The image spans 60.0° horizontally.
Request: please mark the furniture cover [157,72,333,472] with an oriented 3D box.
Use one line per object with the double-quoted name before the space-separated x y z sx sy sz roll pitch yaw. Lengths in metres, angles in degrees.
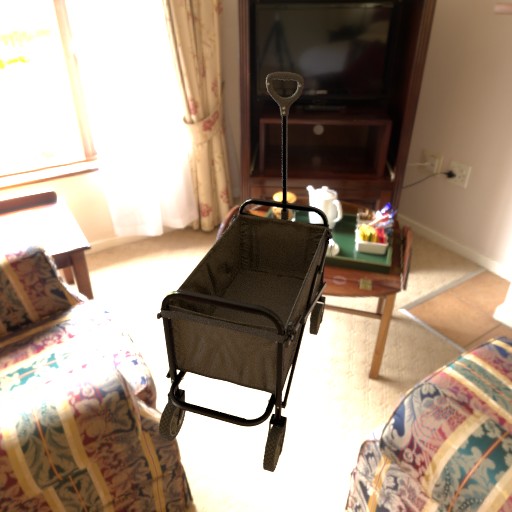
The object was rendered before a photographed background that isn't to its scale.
"furniture cover" 0.000 0.000 1.808 0.532 1.295 1.038 10 33 15
